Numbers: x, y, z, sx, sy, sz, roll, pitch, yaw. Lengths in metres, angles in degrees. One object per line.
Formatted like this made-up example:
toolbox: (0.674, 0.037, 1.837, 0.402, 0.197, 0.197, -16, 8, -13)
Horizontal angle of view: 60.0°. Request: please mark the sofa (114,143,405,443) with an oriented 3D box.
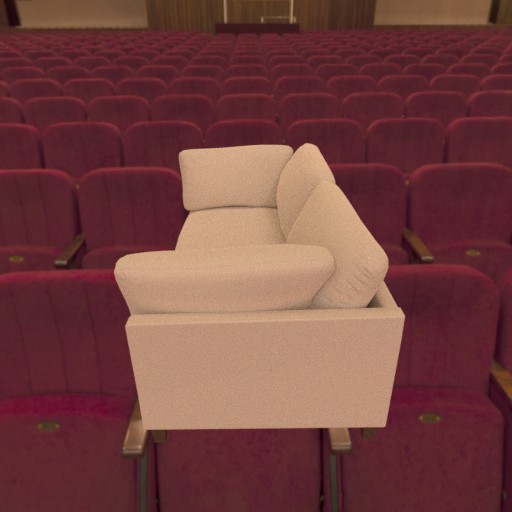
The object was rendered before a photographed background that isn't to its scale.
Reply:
sofa: (0.000, 0.000, 2.319, 0.970, 0.836, 1.776, 0, 27, -1)
